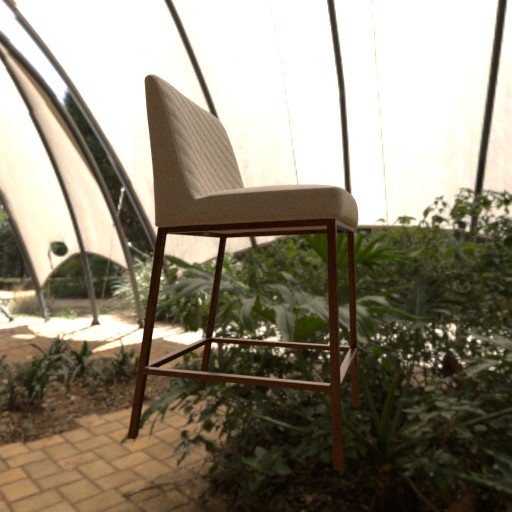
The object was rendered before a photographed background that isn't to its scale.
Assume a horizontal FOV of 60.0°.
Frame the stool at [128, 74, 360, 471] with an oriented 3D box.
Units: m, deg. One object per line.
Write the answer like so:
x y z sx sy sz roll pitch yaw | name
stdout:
0.000 0.000 1.305 0.576 0.973 0.507 0 1 18 | stool
